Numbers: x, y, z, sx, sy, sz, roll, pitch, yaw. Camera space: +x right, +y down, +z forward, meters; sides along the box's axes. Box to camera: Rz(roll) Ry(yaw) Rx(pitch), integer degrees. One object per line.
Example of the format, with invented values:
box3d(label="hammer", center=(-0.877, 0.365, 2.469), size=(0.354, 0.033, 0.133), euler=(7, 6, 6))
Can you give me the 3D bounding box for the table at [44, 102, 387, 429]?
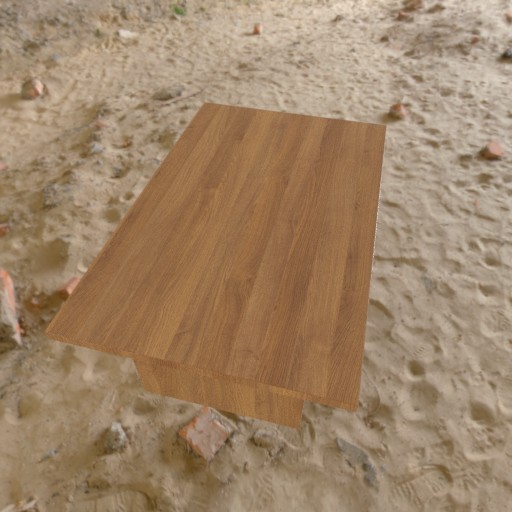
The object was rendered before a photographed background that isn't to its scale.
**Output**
box3d(label="table", center=(0.000, 0.000, 1.462), size=(0.700, 0.442, 1.100), euler=(11, 47, 10))
